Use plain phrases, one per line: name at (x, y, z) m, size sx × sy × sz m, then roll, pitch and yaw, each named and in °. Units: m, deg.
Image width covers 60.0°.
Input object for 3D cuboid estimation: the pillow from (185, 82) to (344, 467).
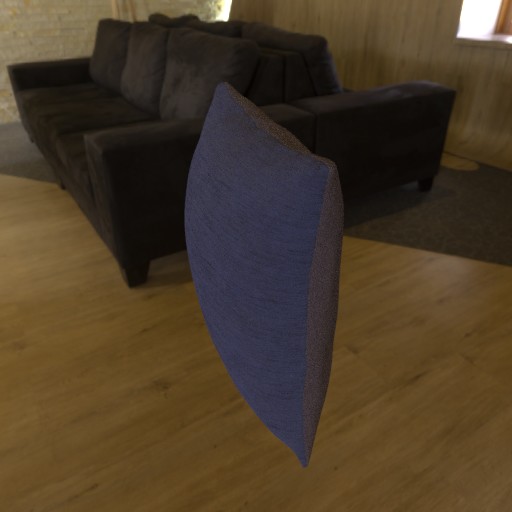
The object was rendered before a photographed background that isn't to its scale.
pillow at (0.000, 0.000, 0.686) m, size 0.204 × 0.439 × 0.452 m, roll -8°, pitch 32°, yaw -14°
